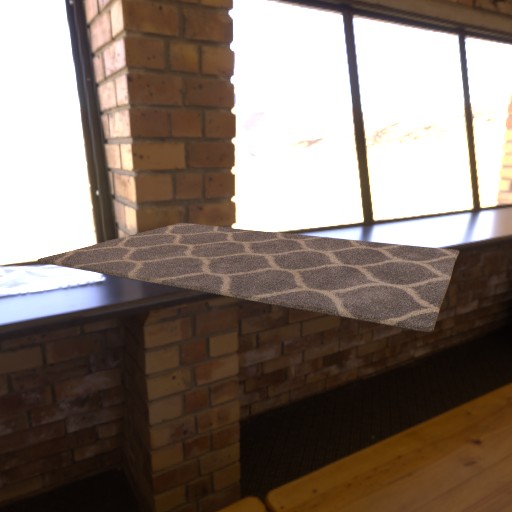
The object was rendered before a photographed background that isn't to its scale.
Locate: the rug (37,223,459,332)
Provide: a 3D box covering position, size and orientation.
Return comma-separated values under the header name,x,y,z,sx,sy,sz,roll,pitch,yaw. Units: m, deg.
name,x,y,z,sx,sy,sz,roll,pitch,yaw
rug,0.000,0.000,2.906,2.348,0.025,1.501,7,16,27
